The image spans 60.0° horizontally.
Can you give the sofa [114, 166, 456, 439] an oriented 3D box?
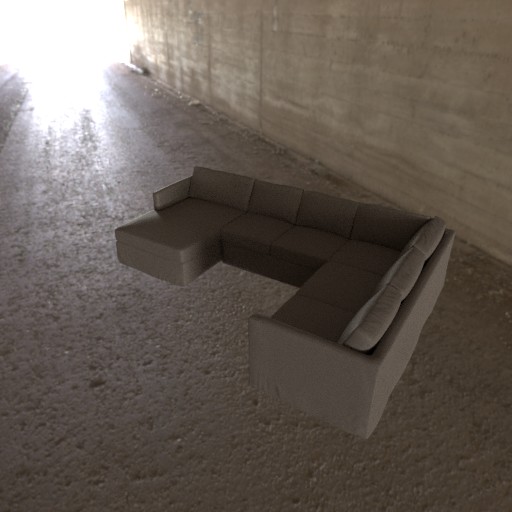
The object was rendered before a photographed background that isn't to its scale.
[{"bbox_3d":[0.000,0.000,4.694,3.528,0.878,2.476,17,34,28],"label":"sofa"}]
